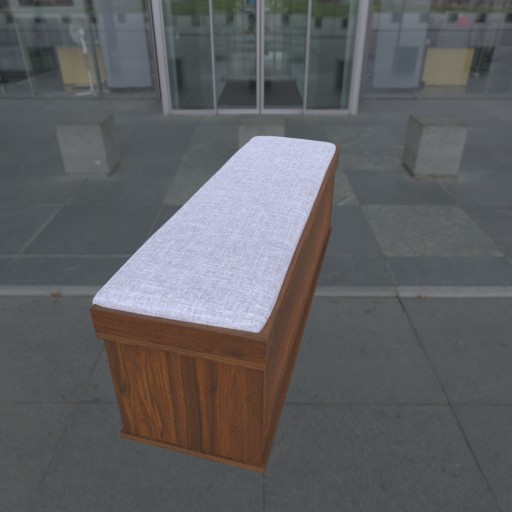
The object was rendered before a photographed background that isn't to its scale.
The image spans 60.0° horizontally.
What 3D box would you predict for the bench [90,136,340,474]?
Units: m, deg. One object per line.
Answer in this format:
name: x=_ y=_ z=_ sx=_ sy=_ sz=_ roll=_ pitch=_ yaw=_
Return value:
bench: x=0.000 y=0.000 z=1.410 sx=0.367 sy=0.468 sz=1.196 roll=8 pitch=32 yaw=13
